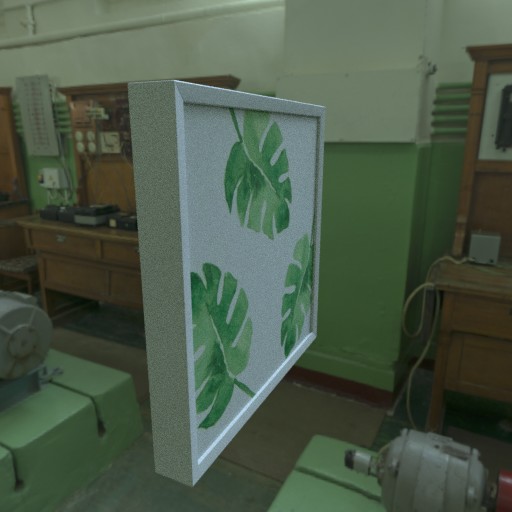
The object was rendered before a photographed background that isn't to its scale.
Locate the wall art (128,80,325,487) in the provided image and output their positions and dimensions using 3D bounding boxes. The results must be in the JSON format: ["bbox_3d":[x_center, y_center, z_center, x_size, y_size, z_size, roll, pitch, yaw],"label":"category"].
[{"bbox_3d":[0.000,0.000,0.454,0.038,0.305,0.305,7,17,25],"label":"wall art"}]
